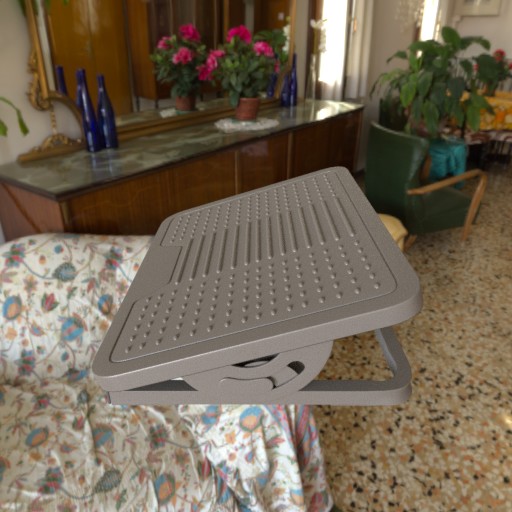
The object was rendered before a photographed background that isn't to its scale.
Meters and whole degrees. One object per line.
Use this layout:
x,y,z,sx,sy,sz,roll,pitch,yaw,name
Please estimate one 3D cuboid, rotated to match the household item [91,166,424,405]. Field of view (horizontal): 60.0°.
0.000,0.000,0.543,0.301,0.126,0.390,0,27,0,household item
